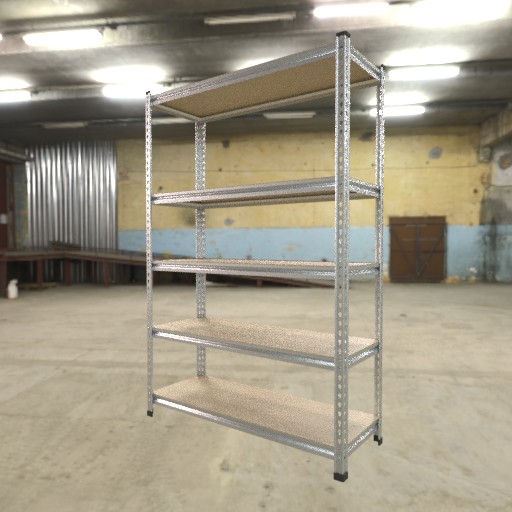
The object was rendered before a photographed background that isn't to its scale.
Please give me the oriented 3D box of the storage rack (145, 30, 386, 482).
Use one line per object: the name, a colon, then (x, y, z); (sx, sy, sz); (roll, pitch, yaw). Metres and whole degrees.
storage rack: (0.000, 0.000, 2.332); (1.219, 1.829, 0.457); (1, 2, 36)
